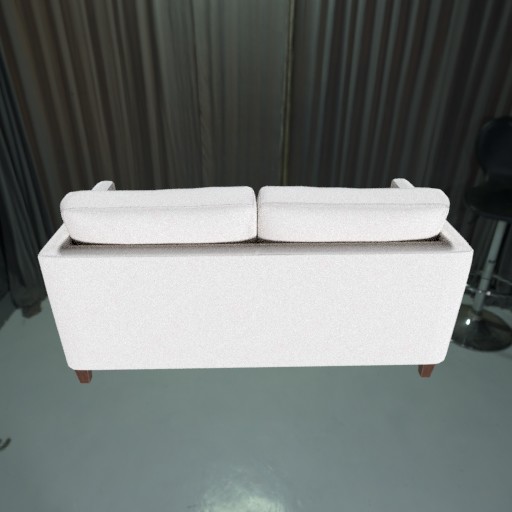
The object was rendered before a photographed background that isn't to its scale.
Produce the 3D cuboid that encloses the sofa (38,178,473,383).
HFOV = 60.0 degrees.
[{"bbox_3d":[0.000,0.000,2.201,1.722,0.888,0.873,-1,29,-1],"label":"sofa"}]
